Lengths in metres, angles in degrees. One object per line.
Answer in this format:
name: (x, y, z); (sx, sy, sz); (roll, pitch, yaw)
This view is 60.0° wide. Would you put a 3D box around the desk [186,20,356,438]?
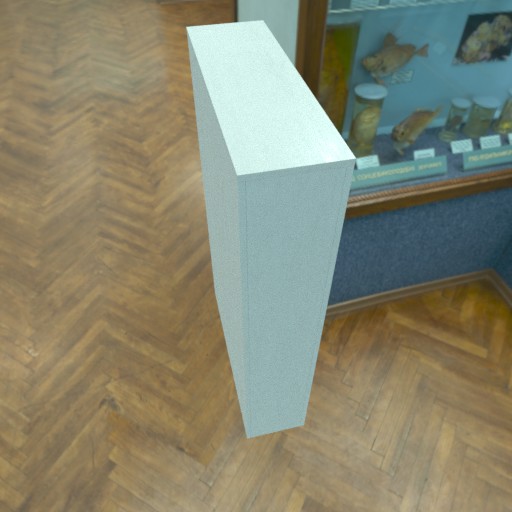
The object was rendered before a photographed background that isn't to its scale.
desk: (0.000, 0.000, 1.559); (0.250, 1.280, 0.750); (-10, 48, -9)
